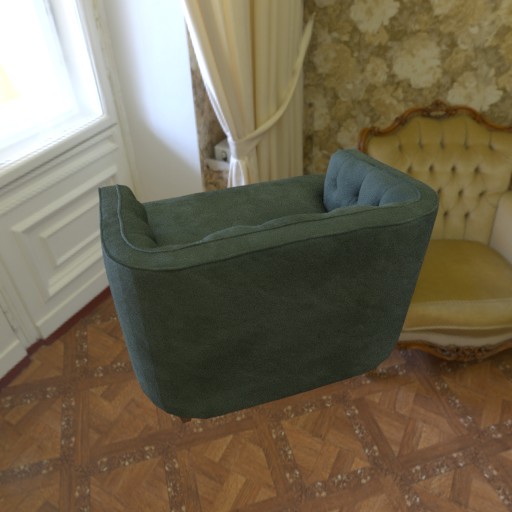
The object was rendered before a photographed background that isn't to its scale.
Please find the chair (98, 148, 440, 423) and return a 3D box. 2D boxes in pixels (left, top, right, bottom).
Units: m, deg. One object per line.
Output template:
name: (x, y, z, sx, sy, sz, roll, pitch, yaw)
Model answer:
chair: (0.000, 0.000, 1.771, 1.104, 0.852, 0.941, -12, 41, -14)
